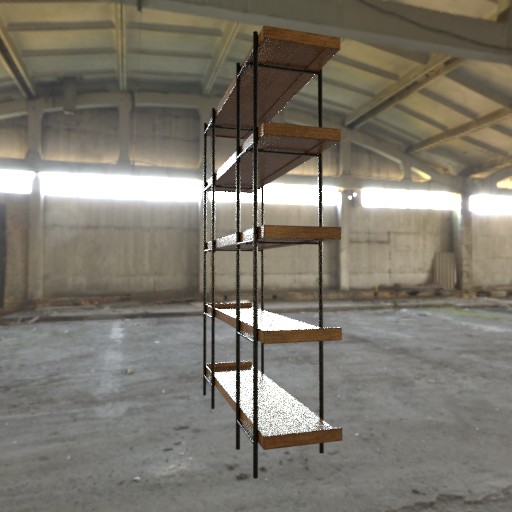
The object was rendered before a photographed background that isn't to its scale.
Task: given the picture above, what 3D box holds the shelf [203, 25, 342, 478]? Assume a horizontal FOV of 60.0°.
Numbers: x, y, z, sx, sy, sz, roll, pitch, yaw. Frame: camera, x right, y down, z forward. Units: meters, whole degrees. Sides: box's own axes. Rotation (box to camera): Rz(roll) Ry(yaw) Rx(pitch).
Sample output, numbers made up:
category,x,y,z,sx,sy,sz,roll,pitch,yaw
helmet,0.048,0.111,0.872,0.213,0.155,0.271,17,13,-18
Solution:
category,x,y,z,sx,sy,sz,roll,pitch,yaw
shelf,0.000,0.000,2.448,0.379,1.826,1.371,0,-2,-16
